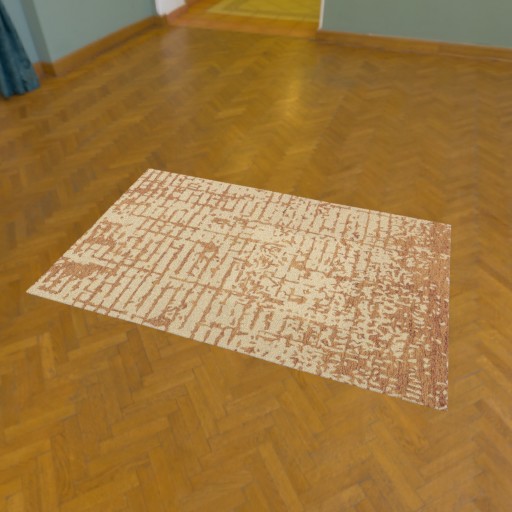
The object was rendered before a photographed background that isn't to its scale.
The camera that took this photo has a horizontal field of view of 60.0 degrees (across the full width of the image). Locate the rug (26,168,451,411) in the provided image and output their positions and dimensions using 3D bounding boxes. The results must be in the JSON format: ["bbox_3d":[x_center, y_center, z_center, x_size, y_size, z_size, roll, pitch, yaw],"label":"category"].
[{"bbox_3d":[0.000,0.000,2.930,2.435,0.011,1.517,13,44,14],"label":"rug"}]
